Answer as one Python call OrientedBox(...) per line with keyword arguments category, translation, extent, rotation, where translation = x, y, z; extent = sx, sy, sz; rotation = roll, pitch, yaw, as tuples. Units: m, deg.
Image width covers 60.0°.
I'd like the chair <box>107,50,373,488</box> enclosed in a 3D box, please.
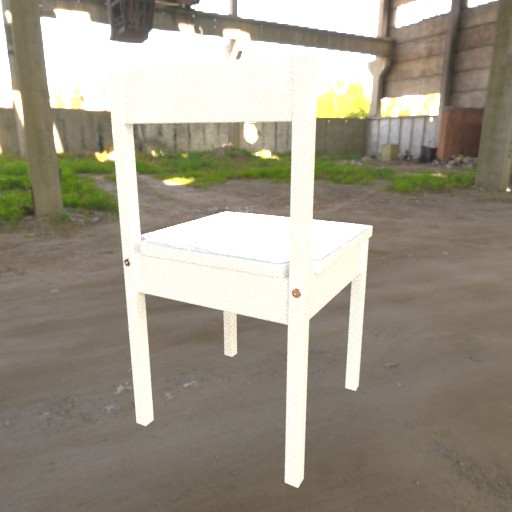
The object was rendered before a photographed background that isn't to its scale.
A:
OrientedBox(category="chair", translation=(0.000, 0.000, 0.875), extent=(0.367, 0.668, 0.361), rotation=(8, 17, 28))
